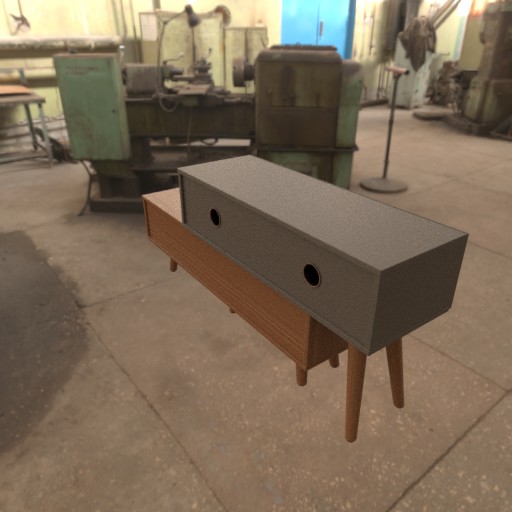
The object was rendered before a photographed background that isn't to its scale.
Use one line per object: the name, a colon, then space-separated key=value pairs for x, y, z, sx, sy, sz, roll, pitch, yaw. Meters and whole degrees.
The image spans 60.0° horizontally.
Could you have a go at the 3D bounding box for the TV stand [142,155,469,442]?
TV stand: x=0.000 y=0.000 z=1.613 sx=0.329 sy=0.591 sz=1.336 roll=-18 pitch=33 yaw=-31
